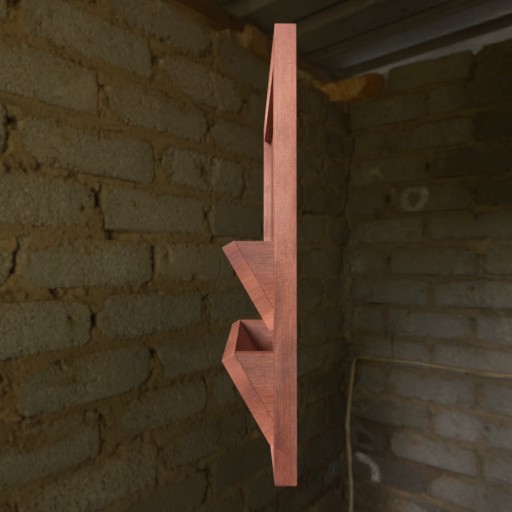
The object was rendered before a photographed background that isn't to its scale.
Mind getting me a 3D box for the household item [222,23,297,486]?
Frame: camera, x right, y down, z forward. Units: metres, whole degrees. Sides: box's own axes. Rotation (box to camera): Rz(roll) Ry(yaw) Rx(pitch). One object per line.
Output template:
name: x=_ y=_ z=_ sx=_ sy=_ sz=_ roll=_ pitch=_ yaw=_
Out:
household item: x=0.000 y=0.000 z=0.543 sx=0.067 sy=0.407 sz=0.310 roll=0 pitch=-1 yaw=-1
